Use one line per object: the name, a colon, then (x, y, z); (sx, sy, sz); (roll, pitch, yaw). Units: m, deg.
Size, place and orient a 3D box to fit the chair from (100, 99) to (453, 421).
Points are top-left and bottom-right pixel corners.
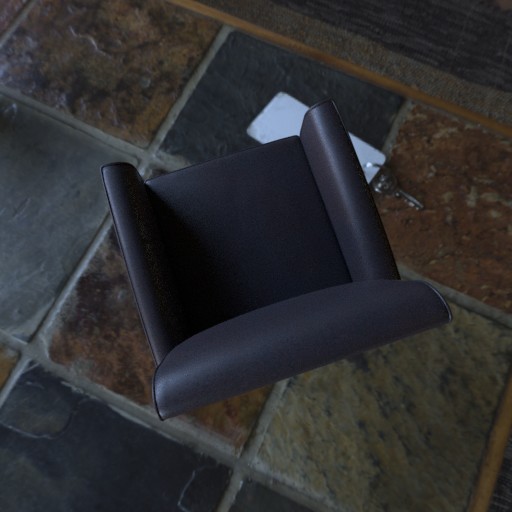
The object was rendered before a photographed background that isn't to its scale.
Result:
chair: (0.000, 0.000, 1.547); (0.820, 0.916, 0.819); (-18, 76, -4)
